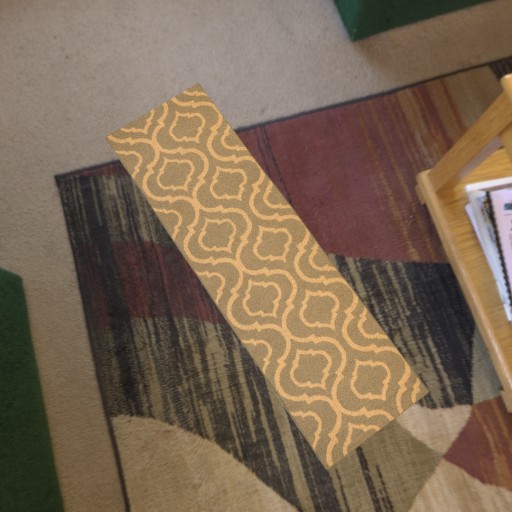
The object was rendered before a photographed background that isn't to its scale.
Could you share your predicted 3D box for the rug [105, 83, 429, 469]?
[{"bbox_3d":[0.000,0.000,2.534,0.684,0.009,2.275,-34,79,-8],"label":"rug"}]
